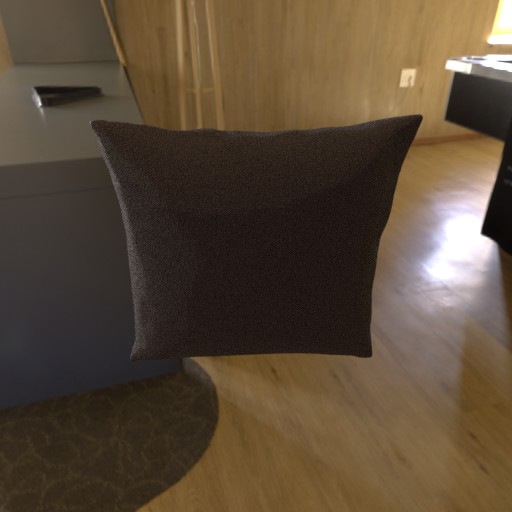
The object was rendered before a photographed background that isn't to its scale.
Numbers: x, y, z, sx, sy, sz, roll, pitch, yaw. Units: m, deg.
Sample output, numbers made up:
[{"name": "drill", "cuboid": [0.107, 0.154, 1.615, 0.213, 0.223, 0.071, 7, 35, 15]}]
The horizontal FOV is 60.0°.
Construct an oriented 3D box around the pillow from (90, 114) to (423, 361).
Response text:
[{"name": "pillow", "cuboid": [0.000, 0.000, 0.705, 0.452, 0.439, 0.204, -1, 31, -2]}]
